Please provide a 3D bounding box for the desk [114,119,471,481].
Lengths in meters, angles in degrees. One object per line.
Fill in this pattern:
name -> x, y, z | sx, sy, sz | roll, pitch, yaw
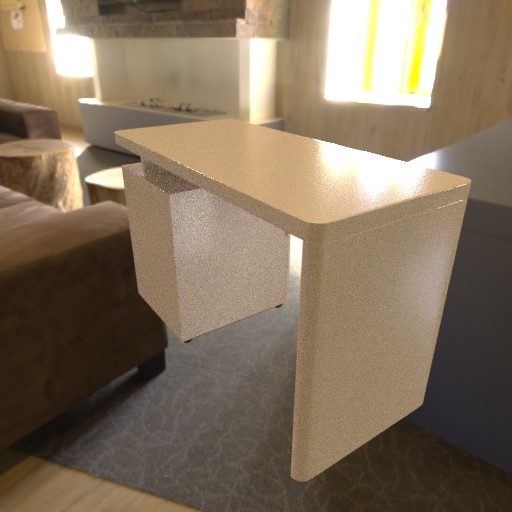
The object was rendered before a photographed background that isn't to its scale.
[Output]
desk -> 0.000, 0.000, 1.601 | 0.550, 0.760, 1.200 | -17, 31, -31
